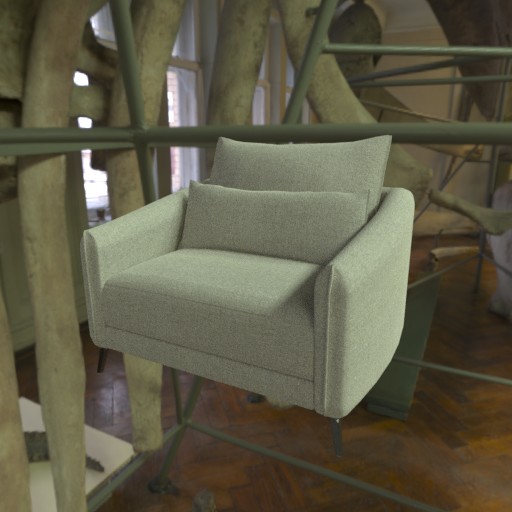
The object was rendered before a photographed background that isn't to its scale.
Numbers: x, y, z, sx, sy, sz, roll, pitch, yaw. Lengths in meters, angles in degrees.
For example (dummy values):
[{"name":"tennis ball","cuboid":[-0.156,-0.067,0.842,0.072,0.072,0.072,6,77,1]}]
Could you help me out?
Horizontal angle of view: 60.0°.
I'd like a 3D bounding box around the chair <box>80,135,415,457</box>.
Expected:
[{"name":"chair","cuboid":[0.000,0.000,1.623,1.029,0.856,0.801,8,17,27]}]
